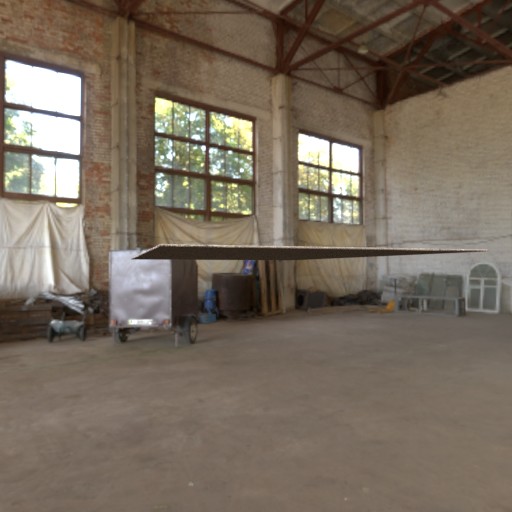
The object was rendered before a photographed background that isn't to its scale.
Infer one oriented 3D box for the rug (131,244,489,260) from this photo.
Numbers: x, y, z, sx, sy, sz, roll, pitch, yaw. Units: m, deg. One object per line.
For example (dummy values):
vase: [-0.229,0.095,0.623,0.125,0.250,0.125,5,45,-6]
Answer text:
rug: [0.000,0.000,3.014,1.546,0.010,2.442,1,-2,-18]
